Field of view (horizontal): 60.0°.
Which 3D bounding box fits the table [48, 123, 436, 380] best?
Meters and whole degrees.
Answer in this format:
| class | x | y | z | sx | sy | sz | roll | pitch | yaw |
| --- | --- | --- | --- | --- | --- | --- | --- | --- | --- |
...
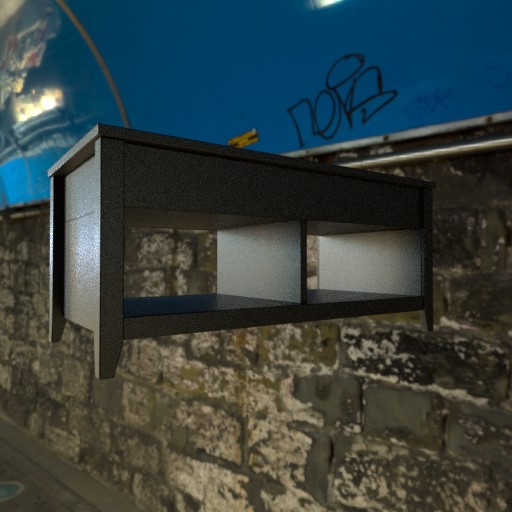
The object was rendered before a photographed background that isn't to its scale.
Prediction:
| class | x | y | z | sx | sy | sz | roll | pitch | yaw |
| --- | --- | --- | --- | --- | --- | --- | --- | --- | --- |
| table | 0.000 | 0.000 | 1.269 | 1.016 | 0.457 | 0.483 | 1 | -1 | -35 |
